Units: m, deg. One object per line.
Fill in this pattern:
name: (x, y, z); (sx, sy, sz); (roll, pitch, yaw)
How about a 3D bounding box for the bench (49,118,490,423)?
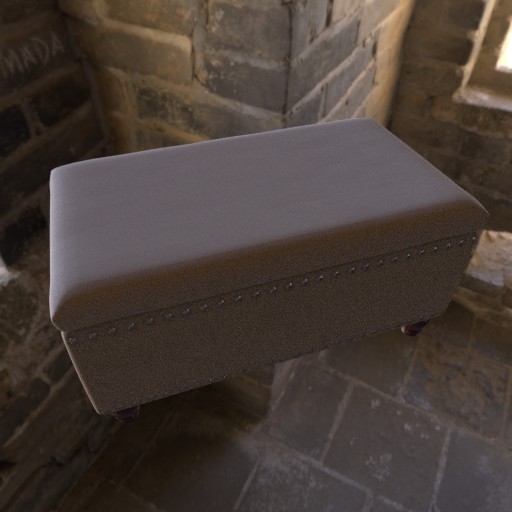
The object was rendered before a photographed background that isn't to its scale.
bench: (0.000, 0.000, 1.133); (0.887, 0.449, 0.500); (-13, 43, -14)
